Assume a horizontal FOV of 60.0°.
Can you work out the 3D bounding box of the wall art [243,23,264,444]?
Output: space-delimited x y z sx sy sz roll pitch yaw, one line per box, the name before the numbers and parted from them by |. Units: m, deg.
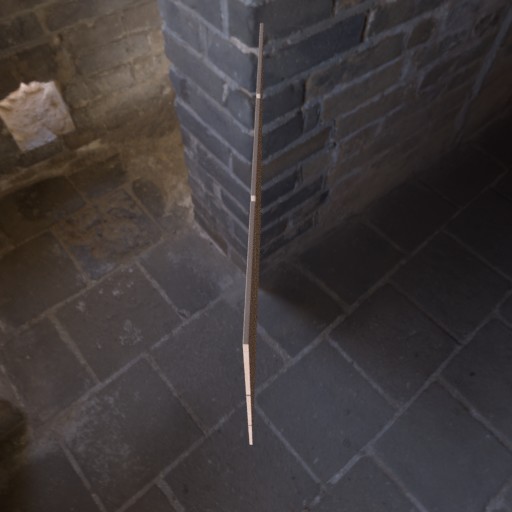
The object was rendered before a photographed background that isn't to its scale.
wall art | 0.000 0.000 1.787 0.013 1.218 1.219 2 58 1
